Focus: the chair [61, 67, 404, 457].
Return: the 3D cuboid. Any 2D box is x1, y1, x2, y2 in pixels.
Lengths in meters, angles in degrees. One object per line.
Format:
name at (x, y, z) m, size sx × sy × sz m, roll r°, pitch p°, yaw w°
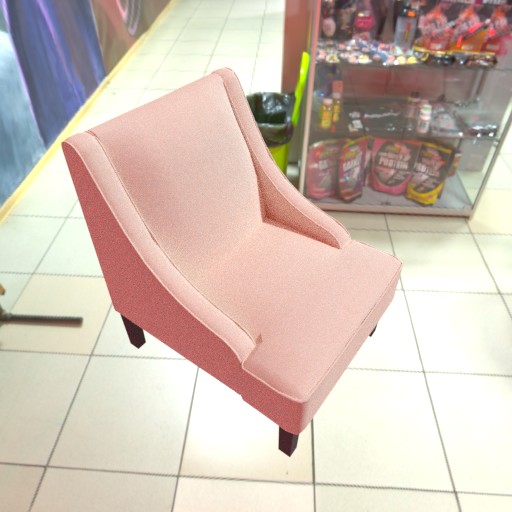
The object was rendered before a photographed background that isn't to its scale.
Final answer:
chair at (0.000, 0.000, 1.472) m, size 0.806 × 0.886 × 0.689 m, roll 26°, pitch 49°, yaw 26°
